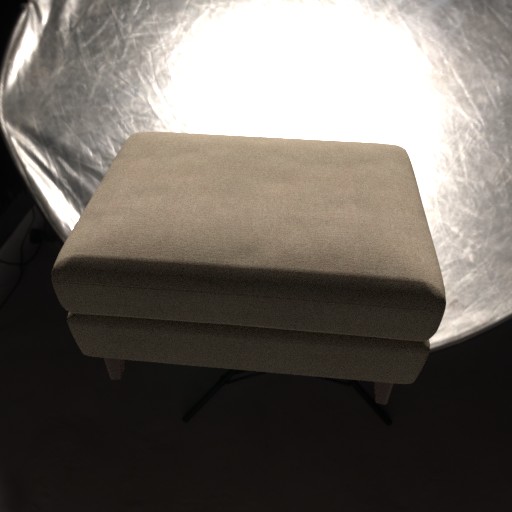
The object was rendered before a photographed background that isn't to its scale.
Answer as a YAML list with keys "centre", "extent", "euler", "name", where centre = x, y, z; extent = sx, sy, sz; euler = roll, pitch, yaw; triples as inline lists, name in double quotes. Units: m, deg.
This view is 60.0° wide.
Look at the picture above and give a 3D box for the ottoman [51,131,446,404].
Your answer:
- centre: [0.000, 0.000, 1.219]
  extent: [0.823, 0.478, 0.610]
  euler: [4, 45, 4]
  name: "ottoman"
